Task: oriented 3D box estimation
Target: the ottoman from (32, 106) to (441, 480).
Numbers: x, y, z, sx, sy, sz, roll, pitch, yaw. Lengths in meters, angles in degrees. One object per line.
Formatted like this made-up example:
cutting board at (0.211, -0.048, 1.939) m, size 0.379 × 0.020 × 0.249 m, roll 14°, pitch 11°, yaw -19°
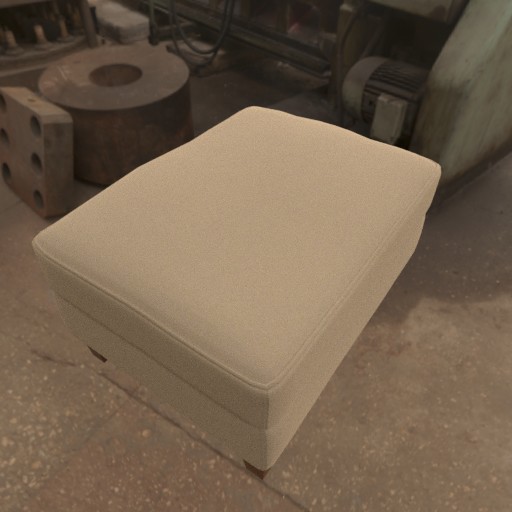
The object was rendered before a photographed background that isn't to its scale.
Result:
ottoman at (0.000, 0.000, 1.150) m, size 0.634 × 0.485 × 0.818 m, roll 26°, pitch 49°, yaw 25°
